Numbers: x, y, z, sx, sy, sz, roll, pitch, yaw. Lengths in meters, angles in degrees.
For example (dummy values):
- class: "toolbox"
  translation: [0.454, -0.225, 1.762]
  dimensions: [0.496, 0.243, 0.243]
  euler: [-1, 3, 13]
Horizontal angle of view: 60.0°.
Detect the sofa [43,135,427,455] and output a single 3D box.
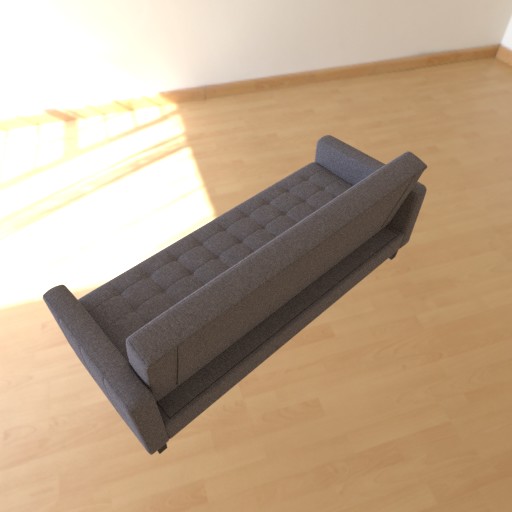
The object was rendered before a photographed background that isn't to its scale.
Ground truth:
- class: "sofa"
  translation: [0.000, 0.000, 2.457]
  dimensions: [2.040, 0.850, 0.810]
  euler: [-34, 56, -27]
